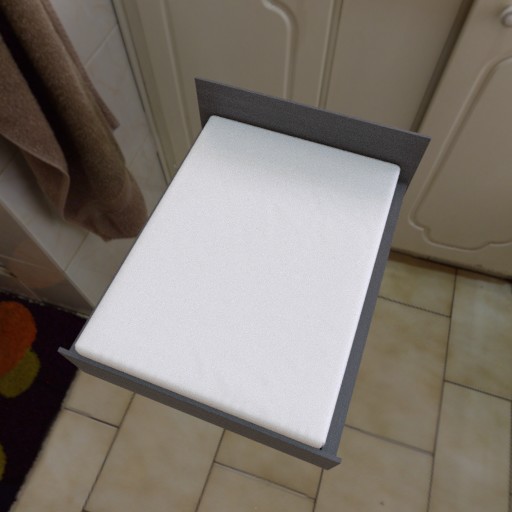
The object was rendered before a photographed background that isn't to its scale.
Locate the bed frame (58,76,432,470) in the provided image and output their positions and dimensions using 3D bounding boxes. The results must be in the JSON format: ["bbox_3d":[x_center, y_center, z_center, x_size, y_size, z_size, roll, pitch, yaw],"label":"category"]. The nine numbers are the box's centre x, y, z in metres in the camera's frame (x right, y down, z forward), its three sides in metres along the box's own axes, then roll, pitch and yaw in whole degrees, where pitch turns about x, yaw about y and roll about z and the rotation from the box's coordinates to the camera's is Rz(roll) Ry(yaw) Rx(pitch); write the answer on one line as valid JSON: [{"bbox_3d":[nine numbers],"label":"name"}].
[{"bbox_3d":[0.000,0.000,2.815,1.622,0.800,1.960,18,62,10],"label":"bed frame"}]
